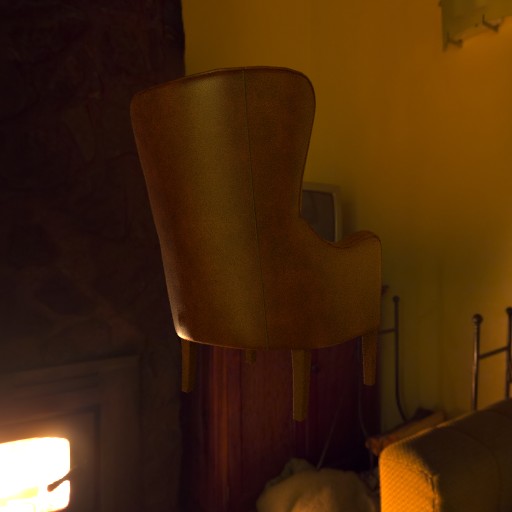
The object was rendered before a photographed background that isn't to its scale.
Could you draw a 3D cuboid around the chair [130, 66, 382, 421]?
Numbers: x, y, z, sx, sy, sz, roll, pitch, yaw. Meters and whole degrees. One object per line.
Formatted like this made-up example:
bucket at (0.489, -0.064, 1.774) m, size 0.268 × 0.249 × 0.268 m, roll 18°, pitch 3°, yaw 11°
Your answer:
chair at (0.000, 0.000, 1.644) m, size 0.692 × 1.048 × 0.914 m, roll 1°, pitch 1°, yaw 35°
